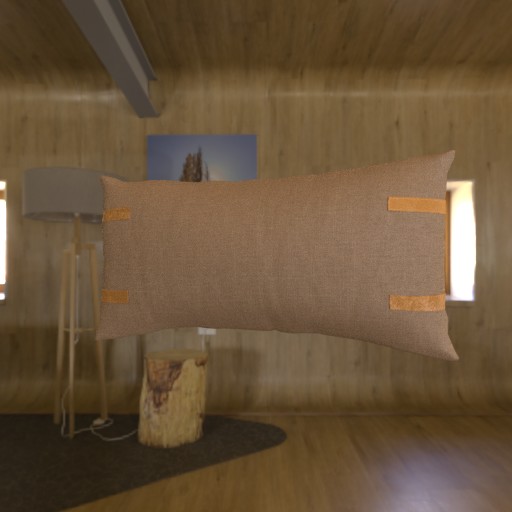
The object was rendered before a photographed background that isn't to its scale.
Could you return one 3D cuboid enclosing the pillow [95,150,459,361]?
[{"bbox_3d":[0.000,0.000,0.728,0.612,0.308,0.148,0,-1,16],"label":"pillow"}]
